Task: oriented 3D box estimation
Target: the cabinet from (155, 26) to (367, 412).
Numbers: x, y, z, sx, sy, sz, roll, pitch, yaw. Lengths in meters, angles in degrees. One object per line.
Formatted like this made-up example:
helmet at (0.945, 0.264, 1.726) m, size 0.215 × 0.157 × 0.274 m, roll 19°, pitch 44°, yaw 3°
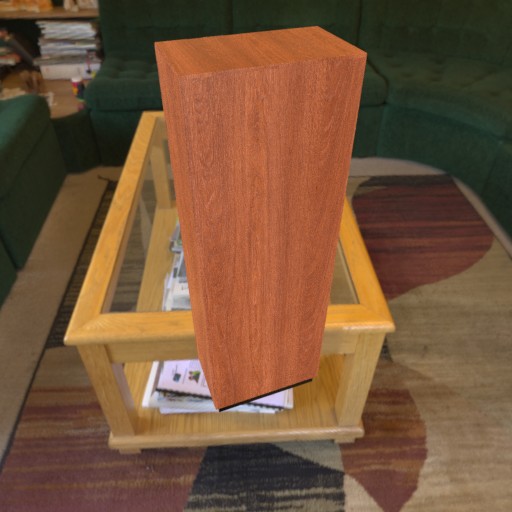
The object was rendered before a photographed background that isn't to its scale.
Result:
cabinet at (0.000, 0.000, 2.232) m, size 0.660 × 1.980 × 0.420 m, roll -14°, pitch 43°, yaw -15°
